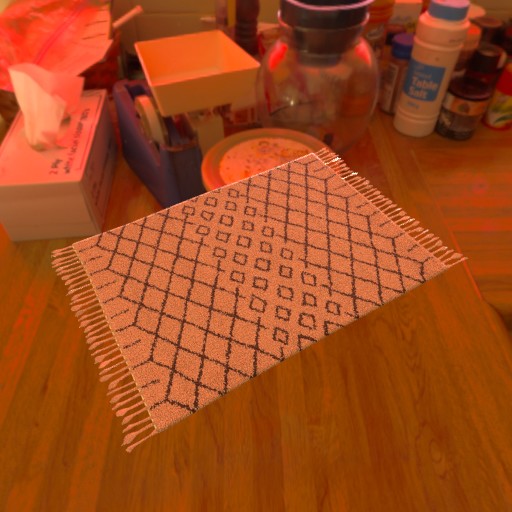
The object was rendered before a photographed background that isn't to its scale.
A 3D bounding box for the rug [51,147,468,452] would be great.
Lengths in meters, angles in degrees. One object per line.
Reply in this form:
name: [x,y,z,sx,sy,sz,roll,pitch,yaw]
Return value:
rug: [0.000,0.000,3.233,2.615,0.029,1.664,-24,53,-20]
